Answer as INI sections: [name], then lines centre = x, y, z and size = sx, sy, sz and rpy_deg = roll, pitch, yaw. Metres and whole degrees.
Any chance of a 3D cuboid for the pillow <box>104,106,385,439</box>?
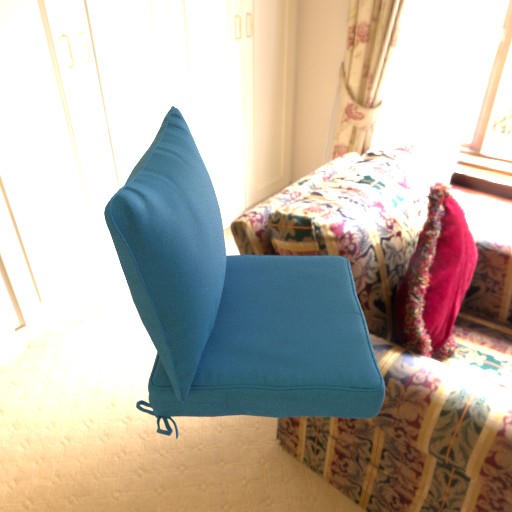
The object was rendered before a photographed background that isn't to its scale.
[pillow]
centre = 0.000, 0.000, 1.366
size = 0.733, 0.725, 0.798
rpy_deg = 0, 33, 1
